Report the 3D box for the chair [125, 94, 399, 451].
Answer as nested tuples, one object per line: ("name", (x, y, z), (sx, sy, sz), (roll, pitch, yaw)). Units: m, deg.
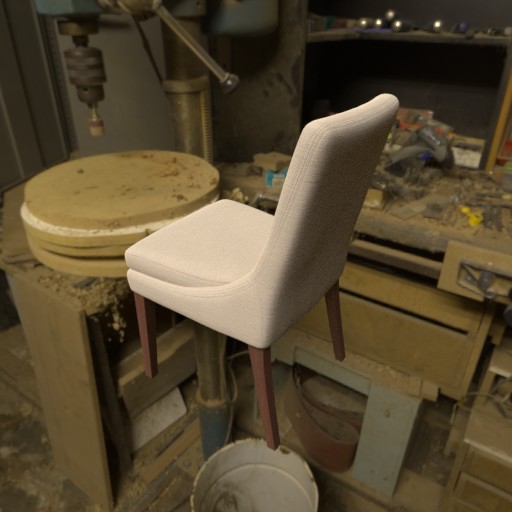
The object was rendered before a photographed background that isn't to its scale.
("chair", (0.000, 0.000, 1.345), (0.638, 0.940, 0.515), (19, 35, 30))
